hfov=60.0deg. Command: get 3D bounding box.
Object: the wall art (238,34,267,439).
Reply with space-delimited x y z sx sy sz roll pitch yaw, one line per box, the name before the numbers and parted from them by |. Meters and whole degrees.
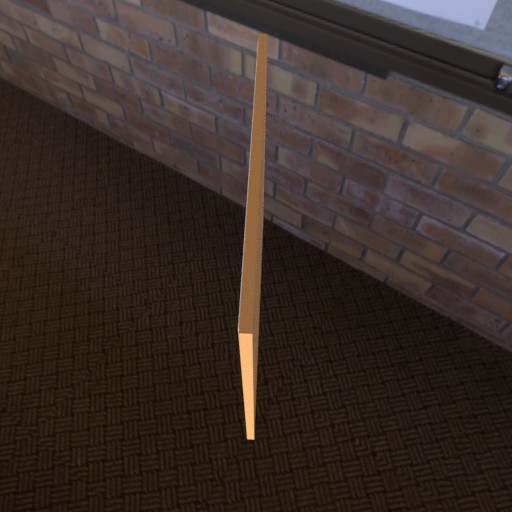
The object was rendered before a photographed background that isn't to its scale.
wall art | 0.000 0.000 0.696 0.013 0.455 0.457 2 57 1
